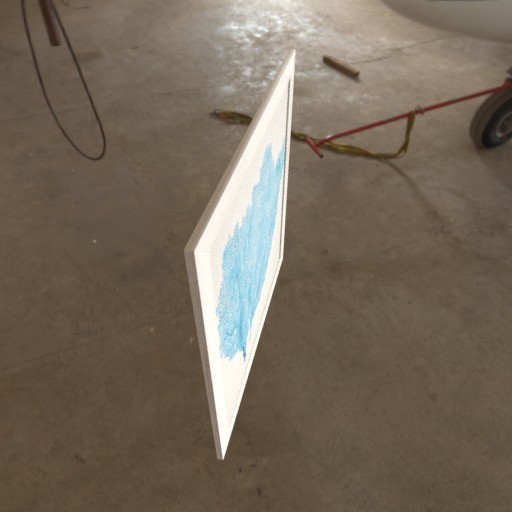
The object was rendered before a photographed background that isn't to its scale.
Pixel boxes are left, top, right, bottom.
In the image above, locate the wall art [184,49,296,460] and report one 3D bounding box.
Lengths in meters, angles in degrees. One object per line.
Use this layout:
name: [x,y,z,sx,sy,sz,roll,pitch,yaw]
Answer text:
wall art: [0.000,0.000,0.877,0.013,0.584,0.584,10,46,10]
